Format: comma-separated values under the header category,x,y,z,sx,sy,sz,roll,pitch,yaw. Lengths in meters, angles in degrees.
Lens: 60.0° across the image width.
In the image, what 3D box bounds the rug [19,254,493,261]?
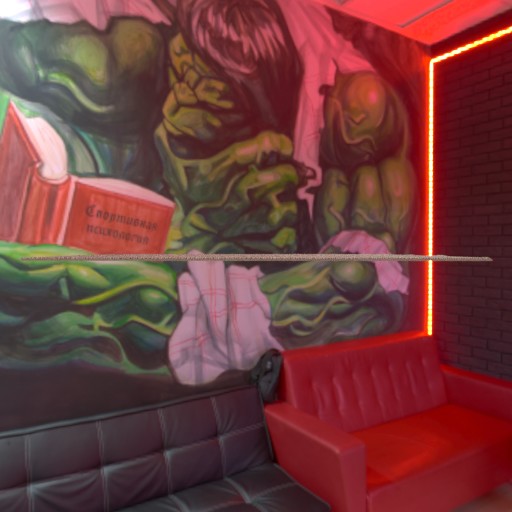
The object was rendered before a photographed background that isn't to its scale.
category,x,y,z,sx,sy,sz,roll,pitch,yaw
rug,0.000,0.000,4.059,3.052,0.030,2.429,0,1,1
